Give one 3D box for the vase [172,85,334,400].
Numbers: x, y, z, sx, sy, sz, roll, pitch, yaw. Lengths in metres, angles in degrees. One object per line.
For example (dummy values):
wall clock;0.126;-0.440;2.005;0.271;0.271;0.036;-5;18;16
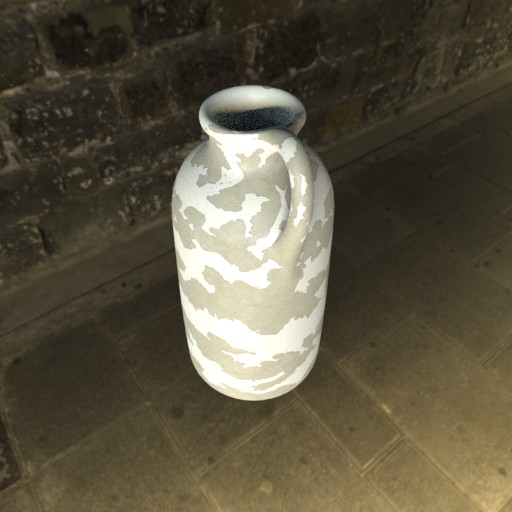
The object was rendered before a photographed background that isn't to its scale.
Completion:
vase;0.000;0.000;0.503;0.186;0.382;0.203;-16;49;-15
